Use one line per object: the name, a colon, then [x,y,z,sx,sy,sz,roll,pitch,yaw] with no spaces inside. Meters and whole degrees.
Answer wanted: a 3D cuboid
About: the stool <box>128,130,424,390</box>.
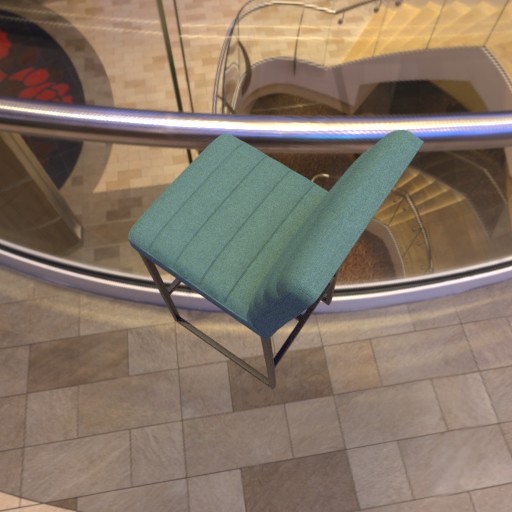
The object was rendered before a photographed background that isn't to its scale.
stool: [0.000,0.000,1.368,0.560,1.040,0.460,32,68,15]
